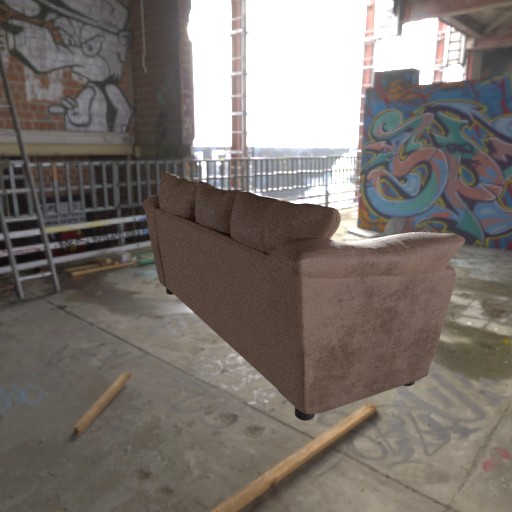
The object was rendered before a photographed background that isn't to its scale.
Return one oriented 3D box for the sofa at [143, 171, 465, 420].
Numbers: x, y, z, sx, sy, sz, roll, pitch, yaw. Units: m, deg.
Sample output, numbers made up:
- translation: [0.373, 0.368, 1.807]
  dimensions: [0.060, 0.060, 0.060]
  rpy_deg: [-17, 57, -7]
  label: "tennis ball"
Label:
- translation: [0.000, 0.000, 2.812]
  dimensions: [0.893, 0.981, 2.377]
  rpy_deg: [-7, 15, -27]
  label: "sofa"
